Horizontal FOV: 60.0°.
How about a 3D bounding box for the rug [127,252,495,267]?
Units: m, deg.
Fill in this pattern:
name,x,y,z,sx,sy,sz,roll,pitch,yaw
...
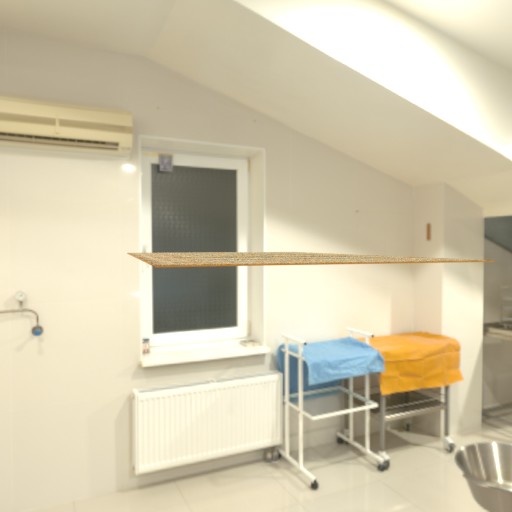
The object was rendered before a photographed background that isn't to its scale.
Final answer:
name,x,y,z,sx,sy,sz,roll,pitch,yaw
rug,0.000,0.000,2.894,1.525,0.007,2.336,-1,2,-18
